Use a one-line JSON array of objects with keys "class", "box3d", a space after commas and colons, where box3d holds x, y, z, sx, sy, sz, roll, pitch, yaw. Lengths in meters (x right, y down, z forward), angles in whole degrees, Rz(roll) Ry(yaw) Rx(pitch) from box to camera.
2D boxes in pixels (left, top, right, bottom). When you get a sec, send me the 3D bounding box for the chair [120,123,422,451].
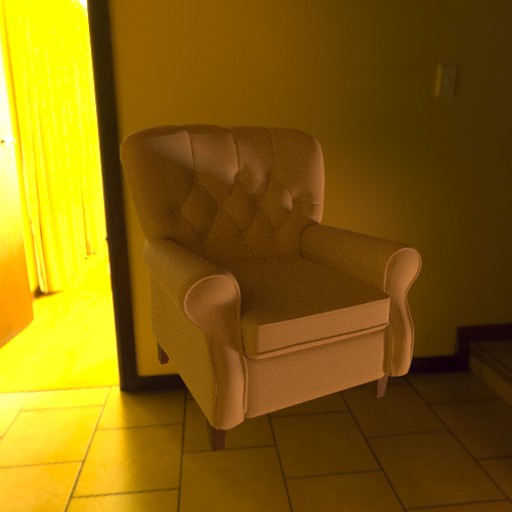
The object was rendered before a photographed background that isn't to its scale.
[{"class": "chair", "box3d": [0.000, 0.000, 2.006, 1.035, 1.169, 1.132, -7, 16, -26]}]
